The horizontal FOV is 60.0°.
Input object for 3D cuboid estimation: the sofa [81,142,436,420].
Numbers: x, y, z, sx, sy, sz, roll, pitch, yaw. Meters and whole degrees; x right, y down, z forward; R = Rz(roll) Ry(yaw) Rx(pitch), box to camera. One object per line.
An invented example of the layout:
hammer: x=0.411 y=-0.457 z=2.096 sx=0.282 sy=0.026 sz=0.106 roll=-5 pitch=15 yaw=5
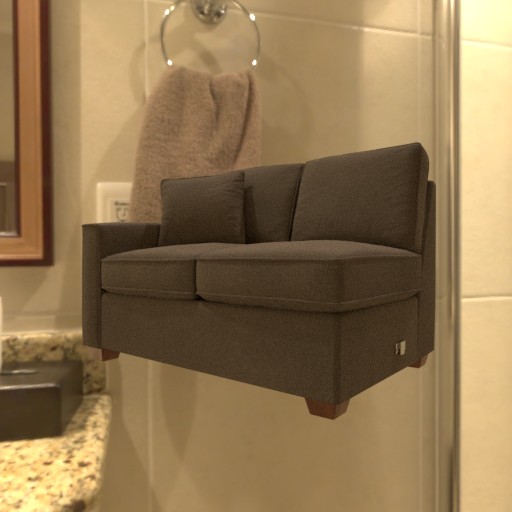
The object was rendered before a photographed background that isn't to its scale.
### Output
sofa: x=0.000 y=0.000 z=2.061 sx=1.388 sy=0.989 sz=0.991 roll=0 pitch=1 yaw=38
